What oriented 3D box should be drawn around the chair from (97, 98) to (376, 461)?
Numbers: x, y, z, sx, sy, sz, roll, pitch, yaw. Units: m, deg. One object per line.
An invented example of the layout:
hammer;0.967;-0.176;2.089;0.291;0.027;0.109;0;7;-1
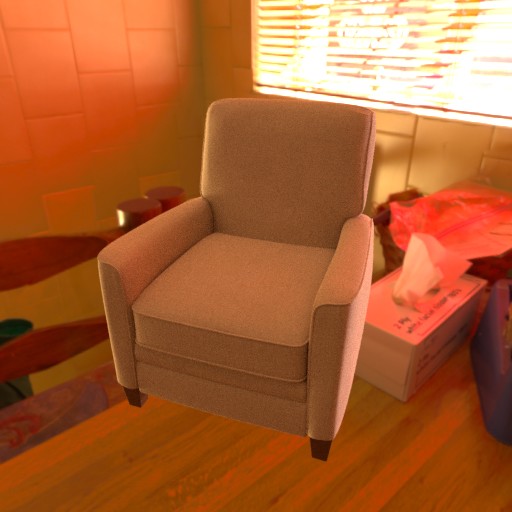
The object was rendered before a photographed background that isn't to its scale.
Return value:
chair;0.000;0.000;1.650;0.845;1.023;0.859;9;28;17
